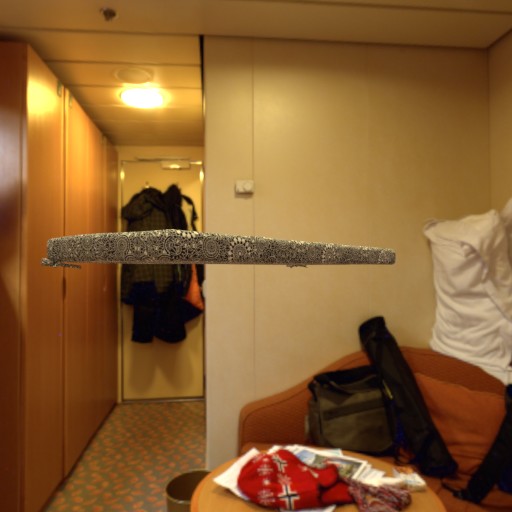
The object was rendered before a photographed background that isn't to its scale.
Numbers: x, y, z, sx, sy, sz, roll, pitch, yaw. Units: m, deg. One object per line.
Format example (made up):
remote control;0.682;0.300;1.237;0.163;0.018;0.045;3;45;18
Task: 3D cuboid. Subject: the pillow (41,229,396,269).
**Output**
pillow;0.000;0.000;1.400;0.492;0.081;1.187;-1;-2;37
